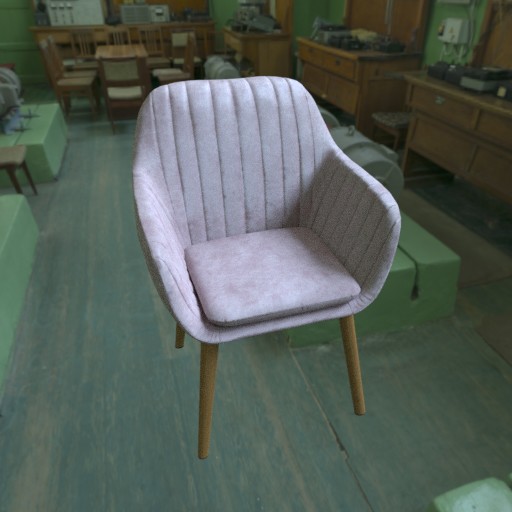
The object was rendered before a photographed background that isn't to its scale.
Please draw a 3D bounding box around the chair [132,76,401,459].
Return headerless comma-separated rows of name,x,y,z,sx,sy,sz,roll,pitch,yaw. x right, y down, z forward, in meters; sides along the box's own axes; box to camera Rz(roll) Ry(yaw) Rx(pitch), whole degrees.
chair,0.000,0.000,1.226,0.610,0.832,0.570,-10,33,-15
